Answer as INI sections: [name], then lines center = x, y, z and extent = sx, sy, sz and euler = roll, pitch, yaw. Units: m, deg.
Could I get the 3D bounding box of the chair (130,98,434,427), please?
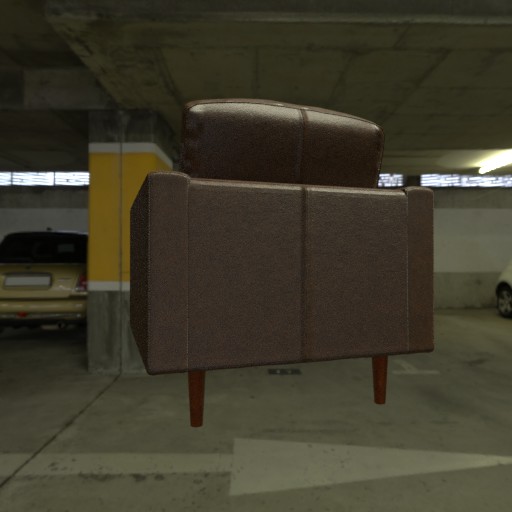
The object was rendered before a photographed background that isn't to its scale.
[chair]
center = 0.000, 0.000, 1.689
extent = 0.890, 0.956, 0.909
euler = 0, 0, -19
